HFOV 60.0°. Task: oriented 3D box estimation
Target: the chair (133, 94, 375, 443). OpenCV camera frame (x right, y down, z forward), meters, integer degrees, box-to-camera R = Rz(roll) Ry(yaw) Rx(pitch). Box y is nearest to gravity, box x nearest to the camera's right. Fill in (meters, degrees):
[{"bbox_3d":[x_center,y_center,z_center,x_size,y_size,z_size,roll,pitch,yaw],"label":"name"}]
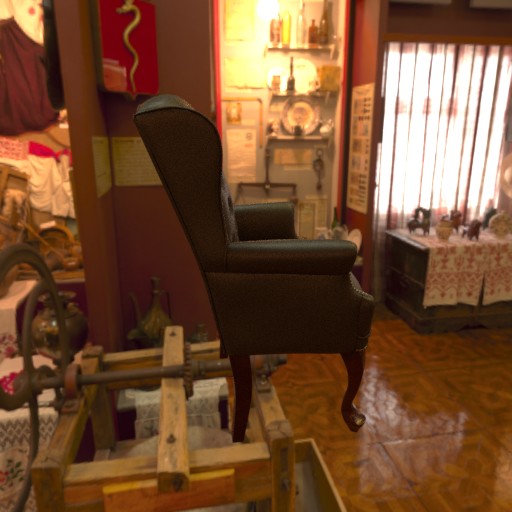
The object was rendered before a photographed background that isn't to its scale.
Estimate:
[{"bbox_3d":[0.000,0.000,1.633,0.762,1.111,0.838,-2,16,-8],"label":"chair"}]
